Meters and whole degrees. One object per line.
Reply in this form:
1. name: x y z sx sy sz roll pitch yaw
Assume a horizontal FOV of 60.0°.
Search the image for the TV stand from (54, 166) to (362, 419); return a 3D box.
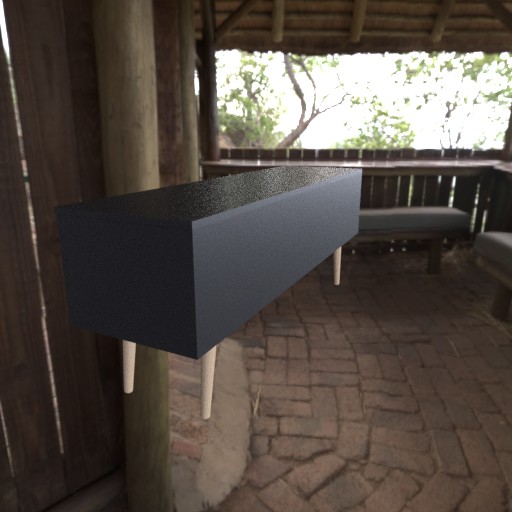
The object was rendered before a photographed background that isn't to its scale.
1. TV stand: 0.000 0.000 1.553 0.390 0.518 1.312 8 18 26
